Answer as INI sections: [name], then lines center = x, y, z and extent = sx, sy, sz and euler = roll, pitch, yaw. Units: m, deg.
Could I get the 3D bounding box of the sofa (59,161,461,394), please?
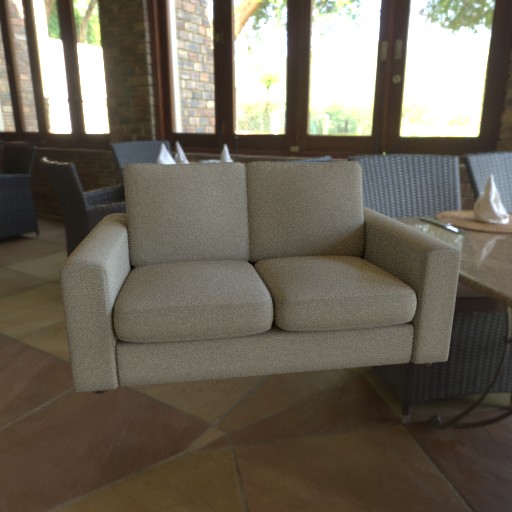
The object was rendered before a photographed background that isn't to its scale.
[sofa]
center = 0.000, 0.000, 2.207
extent = 1.616, 0.873, 1.016
euler = -2, 16, -8
